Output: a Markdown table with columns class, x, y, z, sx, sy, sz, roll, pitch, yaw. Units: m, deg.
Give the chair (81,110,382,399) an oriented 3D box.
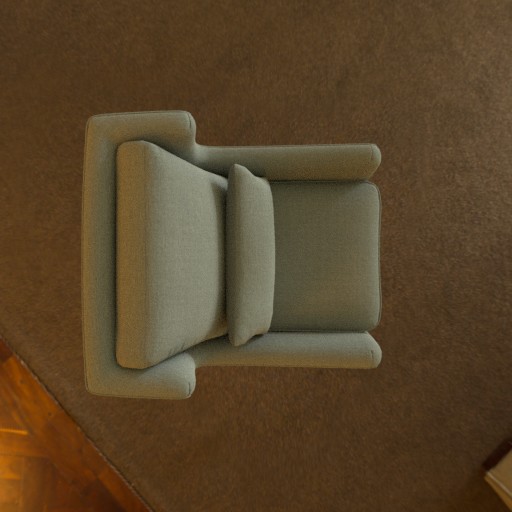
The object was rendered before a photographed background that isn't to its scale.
| class | x | y | z | sx | sy | sz | roll | pitch | yaw |
| --- | --- | --- | --- | --- | --- | --- | --- | --- | --- |
| chair | 0.000 | 0.000 | 1.793 | 1.040 | 1.056 | 0.866 | 0 | 89 | -1 |
